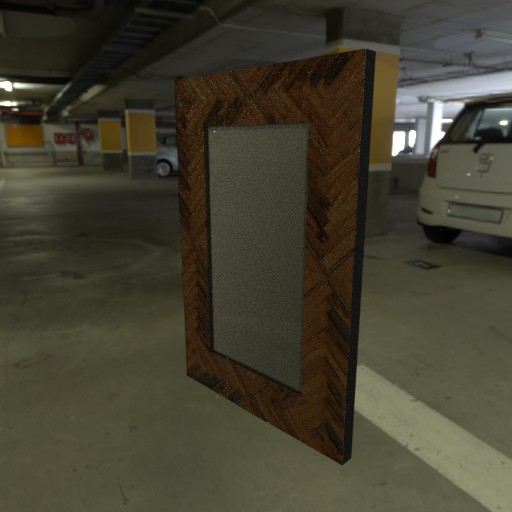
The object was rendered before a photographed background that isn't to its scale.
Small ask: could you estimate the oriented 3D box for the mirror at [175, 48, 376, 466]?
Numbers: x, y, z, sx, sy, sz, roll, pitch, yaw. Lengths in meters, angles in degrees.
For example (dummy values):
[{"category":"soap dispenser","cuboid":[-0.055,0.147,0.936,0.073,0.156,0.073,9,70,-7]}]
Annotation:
[{"category":"mirror","cuboid":[0.000,0.000,1.156,0.606,0.912,0.044,13,19,43]}]
